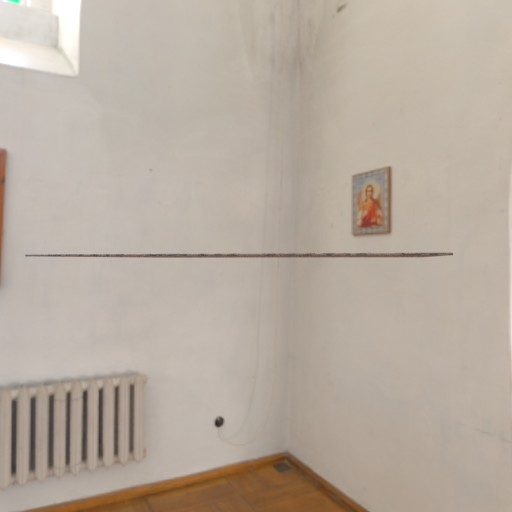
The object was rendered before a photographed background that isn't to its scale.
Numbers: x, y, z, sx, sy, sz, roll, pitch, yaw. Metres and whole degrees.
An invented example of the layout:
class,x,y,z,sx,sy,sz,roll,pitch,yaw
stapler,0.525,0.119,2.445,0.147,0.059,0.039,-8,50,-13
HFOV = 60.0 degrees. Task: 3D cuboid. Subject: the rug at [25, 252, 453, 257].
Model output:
class,x,y,z,sx,sy,sz,roll,pitch,yaw
rug,0.000,0.000,3.005,2.261,0.013,1.676,0,0,17
